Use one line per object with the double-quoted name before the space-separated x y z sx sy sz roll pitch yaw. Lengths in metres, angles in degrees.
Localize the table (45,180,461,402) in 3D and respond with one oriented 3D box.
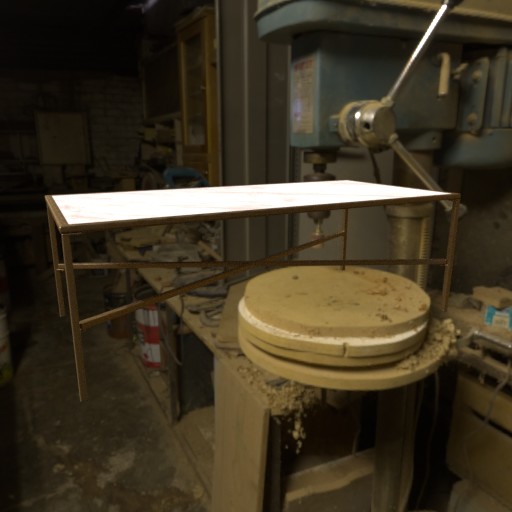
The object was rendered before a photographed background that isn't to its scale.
"table" 0.000 0.000 1.465 1.197 0.405 0.577 -8 17 -26
